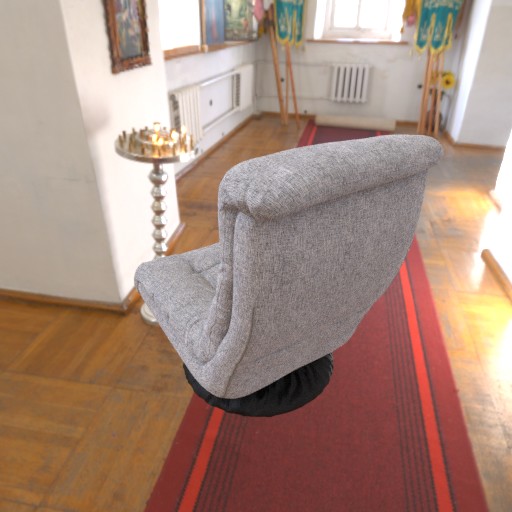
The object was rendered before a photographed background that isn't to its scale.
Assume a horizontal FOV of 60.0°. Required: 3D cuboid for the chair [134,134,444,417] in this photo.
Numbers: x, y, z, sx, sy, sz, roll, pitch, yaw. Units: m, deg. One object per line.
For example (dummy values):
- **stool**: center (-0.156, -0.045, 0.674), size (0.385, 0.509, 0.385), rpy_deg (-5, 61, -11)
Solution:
- **chair**: center (0.000, 0.000, 0.955), size (0.400, 0.600, 0.583), rpy_deg (-19, 35, -29)
